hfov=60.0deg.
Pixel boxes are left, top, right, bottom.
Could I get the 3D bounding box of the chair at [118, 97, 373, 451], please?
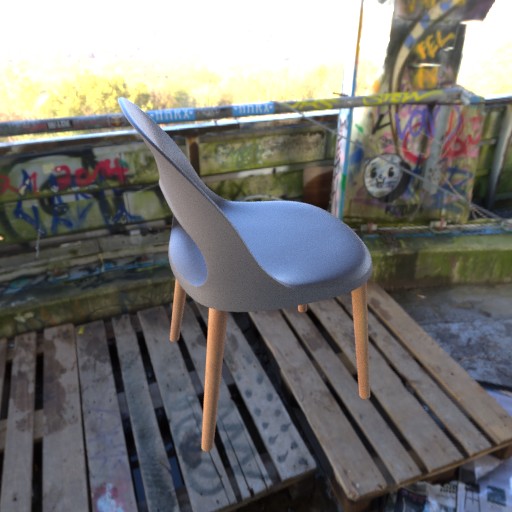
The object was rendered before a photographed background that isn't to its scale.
[{"bbox_3d":[0.000,0.000,1.135,0.556,0.795,0.470,-11,33,-17],"label":"chair"}]
